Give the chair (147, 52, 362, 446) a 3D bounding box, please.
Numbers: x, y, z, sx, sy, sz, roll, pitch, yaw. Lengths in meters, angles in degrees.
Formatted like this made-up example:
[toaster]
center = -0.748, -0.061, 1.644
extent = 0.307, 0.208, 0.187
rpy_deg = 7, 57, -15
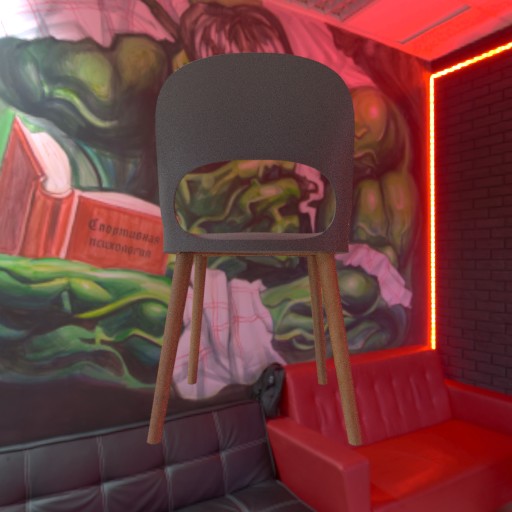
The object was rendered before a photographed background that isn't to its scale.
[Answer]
[chair]
center = 0.000, 0.000, 1.144
extent = 0.470, 0.795, 0.556
rpy_deg = 0, -1, 1
